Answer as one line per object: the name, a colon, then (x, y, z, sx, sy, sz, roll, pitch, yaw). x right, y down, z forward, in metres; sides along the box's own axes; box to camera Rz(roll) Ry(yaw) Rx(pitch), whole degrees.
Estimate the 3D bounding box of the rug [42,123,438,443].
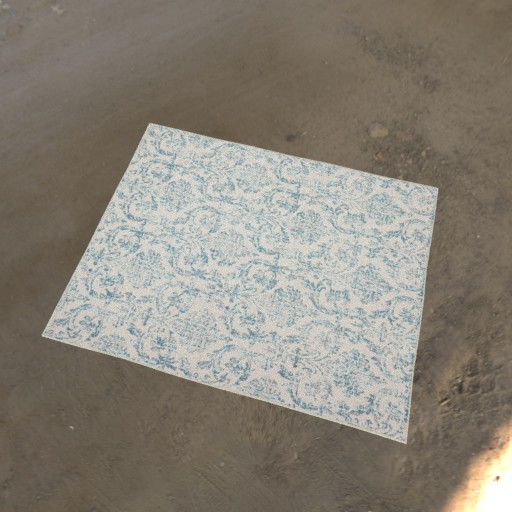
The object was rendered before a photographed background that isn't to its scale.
rug: (0.000, 0.000, 3.950, 2.980, 0.012, 2.363, 14, 65, 7)
